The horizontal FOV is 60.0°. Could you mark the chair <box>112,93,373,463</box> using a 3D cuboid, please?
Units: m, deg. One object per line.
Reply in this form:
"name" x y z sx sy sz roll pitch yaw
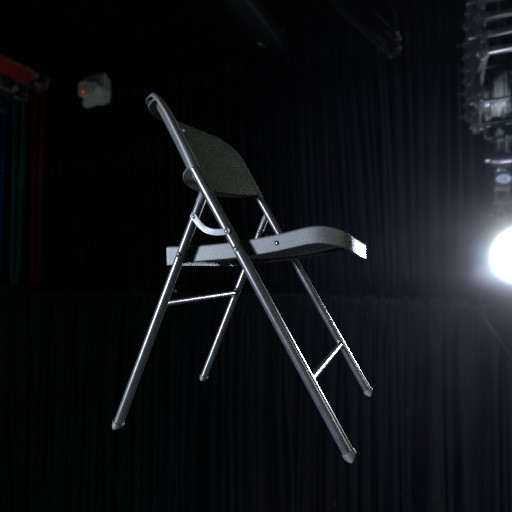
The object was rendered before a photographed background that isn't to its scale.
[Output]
"chair" 0.000 0.000 1.178 0.566 0.810 0.494 0 -1 19
